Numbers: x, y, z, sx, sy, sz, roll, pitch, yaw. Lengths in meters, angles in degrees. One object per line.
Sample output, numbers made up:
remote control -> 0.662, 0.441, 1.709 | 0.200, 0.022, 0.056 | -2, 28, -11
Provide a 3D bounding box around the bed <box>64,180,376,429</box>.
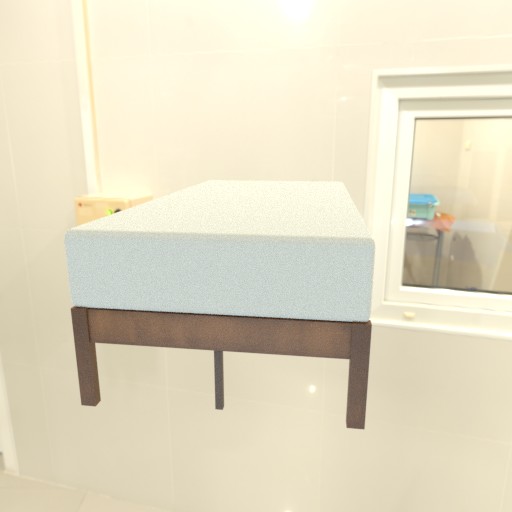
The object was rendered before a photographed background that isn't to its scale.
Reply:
bed -> 0.000, 0.000, 2.301 | 0.961, 0.616, 1.902 | 2, 15, 8
